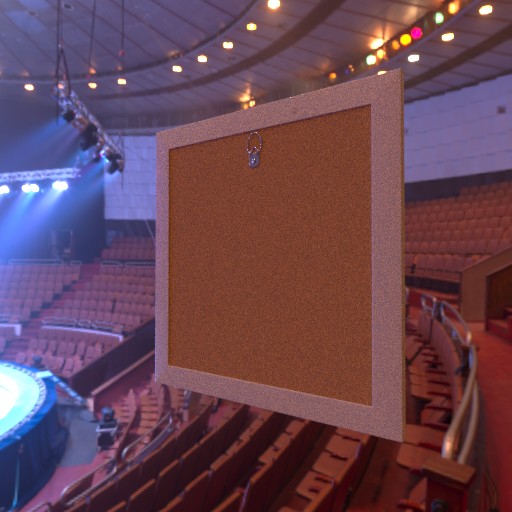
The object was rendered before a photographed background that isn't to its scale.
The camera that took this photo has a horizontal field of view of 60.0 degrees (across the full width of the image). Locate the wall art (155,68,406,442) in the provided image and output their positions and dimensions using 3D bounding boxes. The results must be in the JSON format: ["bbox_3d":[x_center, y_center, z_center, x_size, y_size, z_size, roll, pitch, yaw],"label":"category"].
[{"bbox_3d":[0.000,0.000,0.859,0.572,0.577,0.015,-1,-1,37],"label":"wall art"}]
